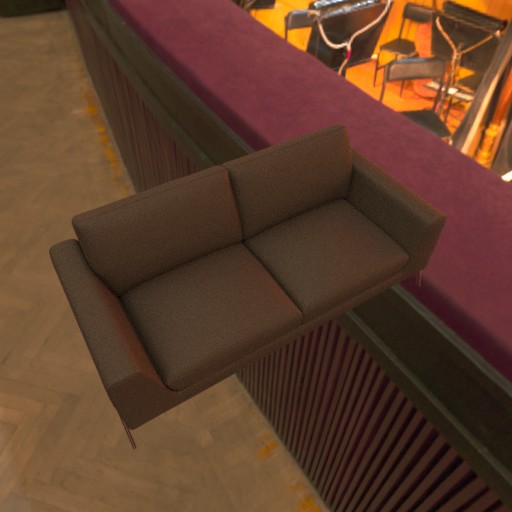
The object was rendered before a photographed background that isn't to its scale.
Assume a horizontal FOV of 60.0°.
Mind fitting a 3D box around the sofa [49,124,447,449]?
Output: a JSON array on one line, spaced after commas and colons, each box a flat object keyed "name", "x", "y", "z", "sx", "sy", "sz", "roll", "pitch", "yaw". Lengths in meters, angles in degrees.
[{"name": "sofa", "x": 0.000, "y": 0.000, "z": 2.540, "sx": 2.017, "sy": 0.875, "sz": 0.953, "roll": -24, "pitch": 51, "yaw": -21}]
